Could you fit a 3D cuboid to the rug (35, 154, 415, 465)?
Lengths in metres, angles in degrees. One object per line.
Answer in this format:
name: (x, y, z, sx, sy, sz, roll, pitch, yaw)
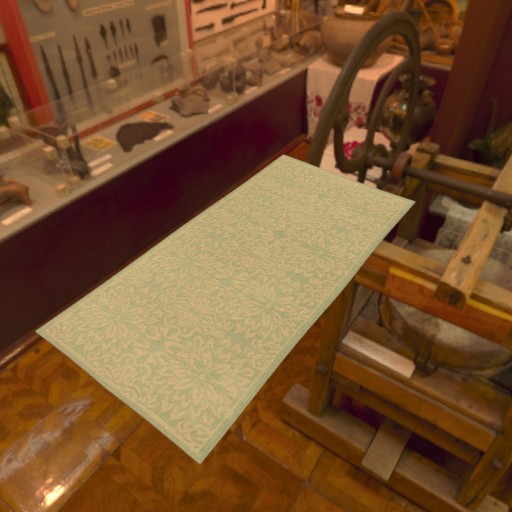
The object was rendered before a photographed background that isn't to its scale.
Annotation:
rug: (0.000, 0.000, 1.444, 0.604, 0.007, 1.219, 26, 48, 26)
